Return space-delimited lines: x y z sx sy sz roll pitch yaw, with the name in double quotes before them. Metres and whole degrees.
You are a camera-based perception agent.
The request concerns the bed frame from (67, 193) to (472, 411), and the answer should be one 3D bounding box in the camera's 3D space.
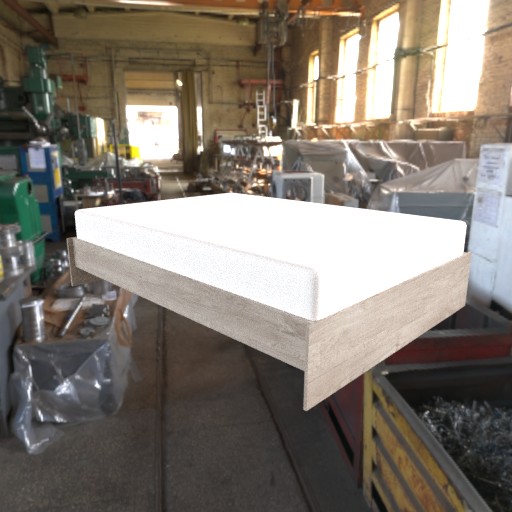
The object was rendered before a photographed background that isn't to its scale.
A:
"bed frame" 0.000 0.000 2.650 1.445 0.497 1.945 -14 20 -43
